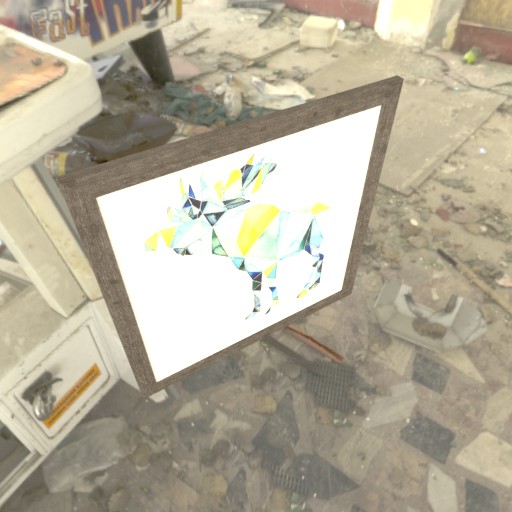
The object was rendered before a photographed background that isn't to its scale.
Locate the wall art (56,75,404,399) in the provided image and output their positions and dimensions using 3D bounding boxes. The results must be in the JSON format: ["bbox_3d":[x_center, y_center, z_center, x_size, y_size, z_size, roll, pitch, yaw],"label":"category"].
[{"bbox_3d":[0.000,0.000,0.684,0.457,0.457,0.013,-23,50,-21],"label":"wall art"}]
